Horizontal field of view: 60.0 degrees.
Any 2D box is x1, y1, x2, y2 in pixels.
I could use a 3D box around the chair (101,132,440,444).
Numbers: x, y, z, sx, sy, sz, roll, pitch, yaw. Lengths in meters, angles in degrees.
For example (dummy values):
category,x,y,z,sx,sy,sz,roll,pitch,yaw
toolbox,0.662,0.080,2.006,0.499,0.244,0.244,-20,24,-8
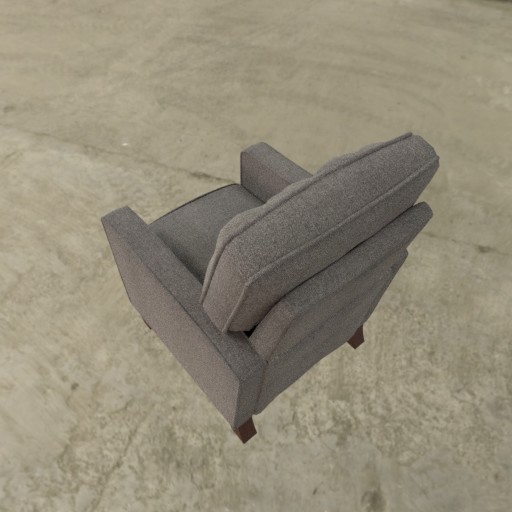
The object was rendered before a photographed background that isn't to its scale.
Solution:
category,x,y,z,sx,sy,sz,roll,pitch,yaw
chair,0.000,0.000,1.370,0.650,0.889,0.775,-32,55,-26
